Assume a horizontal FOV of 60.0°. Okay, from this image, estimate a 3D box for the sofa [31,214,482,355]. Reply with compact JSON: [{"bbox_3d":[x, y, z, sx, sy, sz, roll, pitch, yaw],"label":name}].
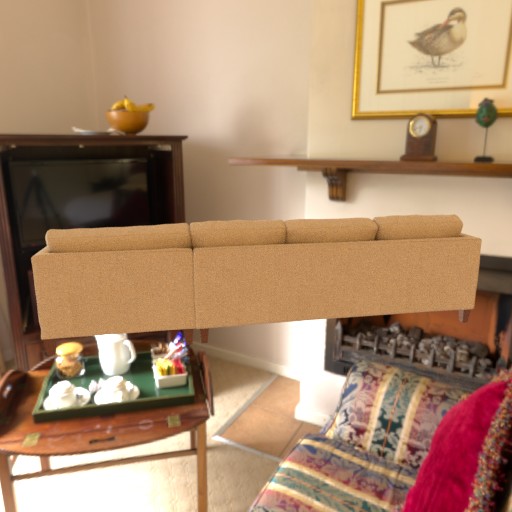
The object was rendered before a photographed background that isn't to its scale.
[{"bbox_3d":[0.000,0.000,3.880,3.186,0.846,1.625,-3,14,-10],"label":"sofa"}]
